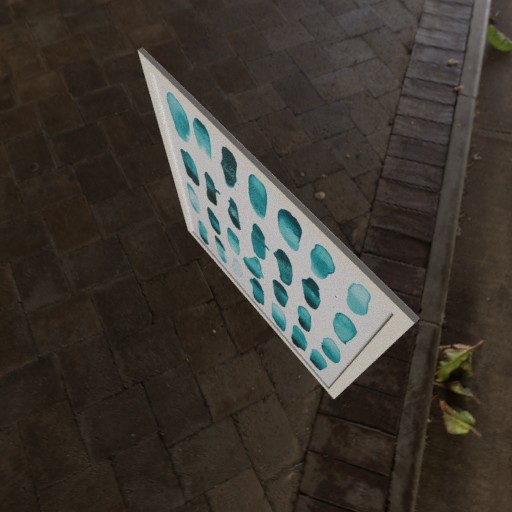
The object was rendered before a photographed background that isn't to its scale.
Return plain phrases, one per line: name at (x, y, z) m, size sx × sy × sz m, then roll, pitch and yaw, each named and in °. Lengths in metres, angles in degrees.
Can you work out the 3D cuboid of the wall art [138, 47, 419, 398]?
wall art at (0.000, 0.000, 1.212) m, size 0.013 × 0.813 × 0.812 m, roll -36°, pitch 69°, yaw -16°
